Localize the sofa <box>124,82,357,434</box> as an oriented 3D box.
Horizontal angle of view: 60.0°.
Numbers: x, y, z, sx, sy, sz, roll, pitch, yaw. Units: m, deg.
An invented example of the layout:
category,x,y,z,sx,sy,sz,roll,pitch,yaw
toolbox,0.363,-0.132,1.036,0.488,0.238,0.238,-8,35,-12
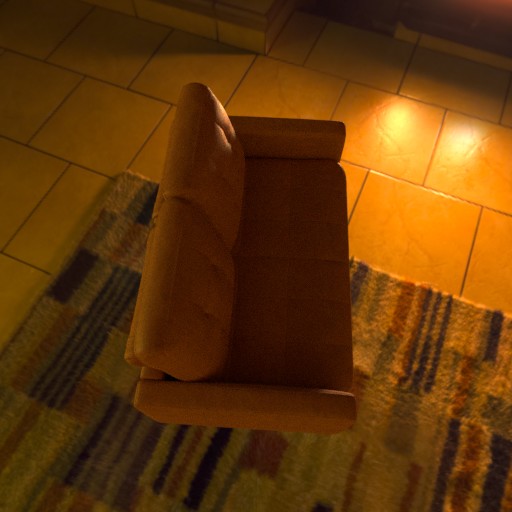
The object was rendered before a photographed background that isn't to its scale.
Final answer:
category,x,y,z,sx,sy,sz,roll,pitch,yaw
sofa,0.000,0.000,1.997,0.868,0.898,1.430,3,63,2
